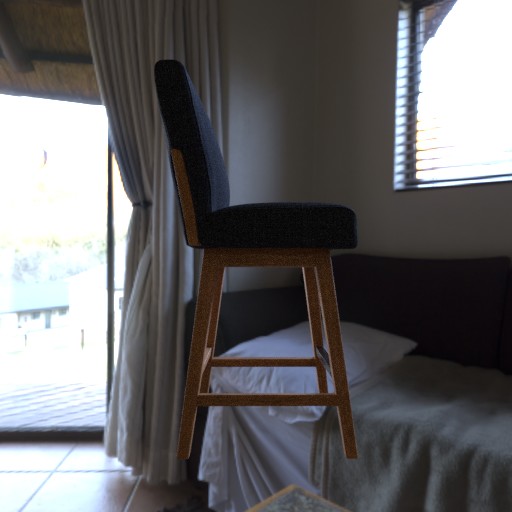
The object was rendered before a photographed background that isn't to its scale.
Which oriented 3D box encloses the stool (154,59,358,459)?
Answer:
[{"bbox_3d":[0.000,0.000,1.330,0.526,1.010,0.459,0,0,0],"label":"stool"}]
